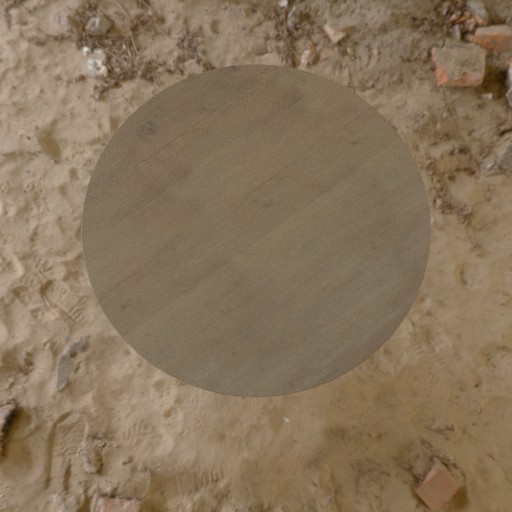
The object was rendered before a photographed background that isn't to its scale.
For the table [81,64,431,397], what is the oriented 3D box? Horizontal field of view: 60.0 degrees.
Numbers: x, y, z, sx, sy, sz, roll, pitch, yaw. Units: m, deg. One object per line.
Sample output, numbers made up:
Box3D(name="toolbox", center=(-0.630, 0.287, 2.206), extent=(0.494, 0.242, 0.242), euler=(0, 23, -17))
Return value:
Box3D(name="table", center=(0.000, 0.000, 1.395), extent=(0.800, 0.780, 0.800), euler=(0, 76, 0))
